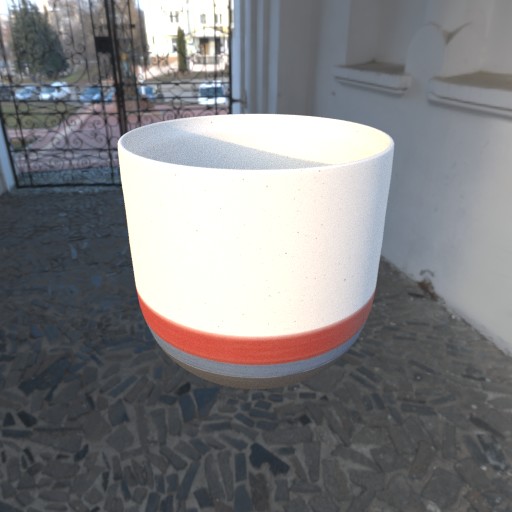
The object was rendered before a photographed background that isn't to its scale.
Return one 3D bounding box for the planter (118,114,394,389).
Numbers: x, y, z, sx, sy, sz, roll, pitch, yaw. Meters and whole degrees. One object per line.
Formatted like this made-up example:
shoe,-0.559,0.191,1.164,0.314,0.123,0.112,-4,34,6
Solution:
planter,0.000,0.000,0.501,0.268,0.270,0.268,0,26,0
